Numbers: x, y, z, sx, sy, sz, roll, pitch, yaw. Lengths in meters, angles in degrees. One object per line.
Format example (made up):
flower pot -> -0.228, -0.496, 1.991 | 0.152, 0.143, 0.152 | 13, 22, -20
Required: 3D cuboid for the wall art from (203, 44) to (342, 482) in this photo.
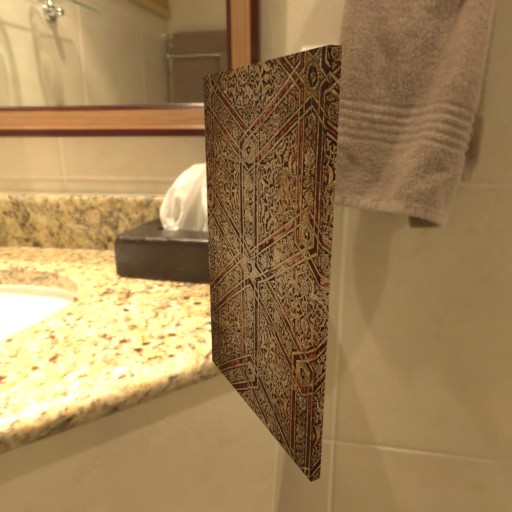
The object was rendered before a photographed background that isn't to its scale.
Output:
wall art -> 0.000, 0.000, 0.752 | 0.020, 0.599, 0.397 | -8, 19, -26
